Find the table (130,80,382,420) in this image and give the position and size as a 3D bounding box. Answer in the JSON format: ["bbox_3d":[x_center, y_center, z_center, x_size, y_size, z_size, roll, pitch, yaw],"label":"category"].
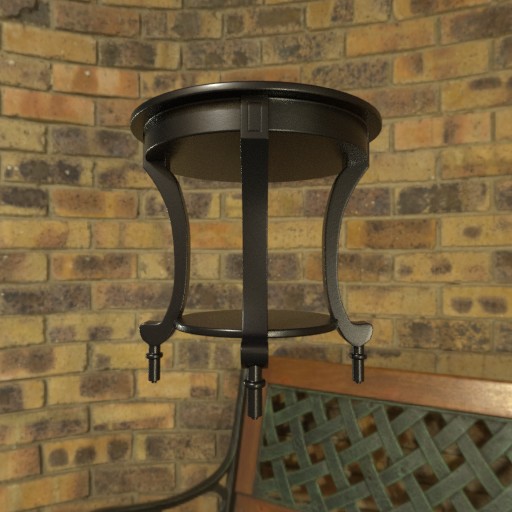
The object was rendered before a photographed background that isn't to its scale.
[{"bbox_3d":[0.000,0.000,1.084,0.597,0.618,0.597,0,-1,0],"label":"table"}]
